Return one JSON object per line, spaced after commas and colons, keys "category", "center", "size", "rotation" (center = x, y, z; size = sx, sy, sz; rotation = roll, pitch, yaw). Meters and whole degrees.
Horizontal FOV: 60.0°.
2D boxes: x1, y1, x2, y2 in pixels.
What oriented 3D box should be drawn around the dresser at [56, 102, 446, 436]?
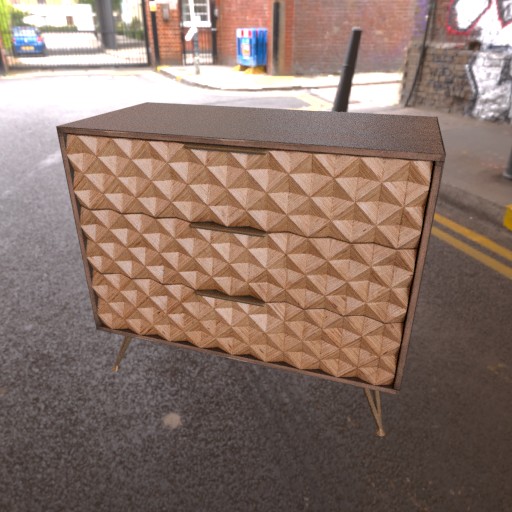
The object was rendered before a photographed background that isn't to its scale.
{"category": "dresser", "center": [0.000, 0.000, 1.359], "size": [0.923, 0.801, 0.453], "rotation": [8, 28, 16]}
